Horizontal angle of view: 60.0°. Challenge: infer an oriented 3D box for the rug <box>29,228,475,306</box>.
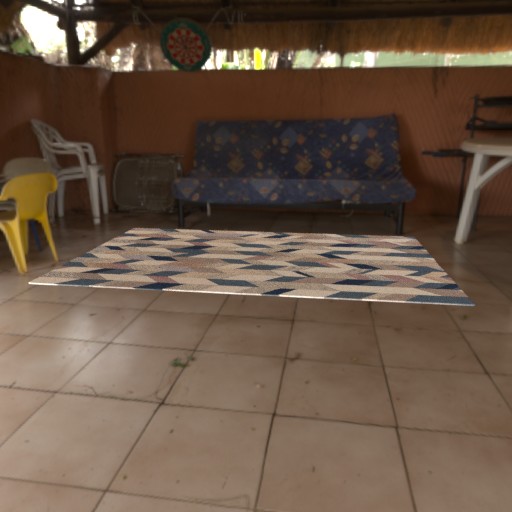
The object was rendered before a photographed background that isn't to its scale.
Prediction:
[{"bbox_3d":[0.000,0.000,3.089,2.423,0.008,1.513,2,16,8],"label":"rug"}]
